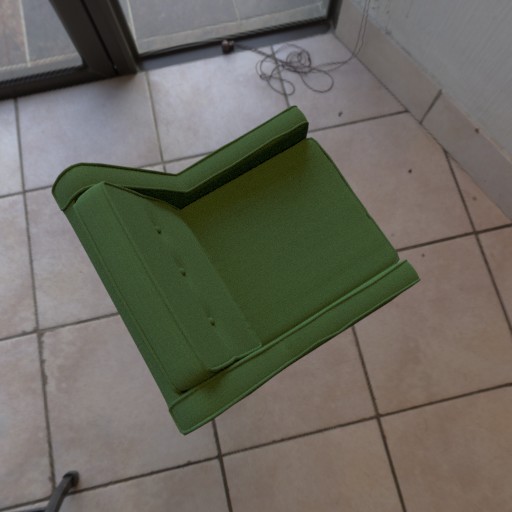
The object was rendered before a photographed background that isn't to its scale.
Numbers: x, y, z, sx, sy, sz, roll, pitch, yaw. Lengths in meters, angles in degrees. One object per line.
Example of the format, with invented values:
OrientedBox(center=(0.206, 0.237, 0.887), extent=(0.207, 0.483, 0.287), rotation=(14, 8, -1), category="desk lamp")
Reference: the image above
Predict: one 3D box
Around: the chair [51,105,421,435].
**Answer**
OrientedBox(center=(0.000, 0.000, 1.334), extent=(0.743, 0.792, 0.663), rotation=(-31, 78, -7), category="chair")
